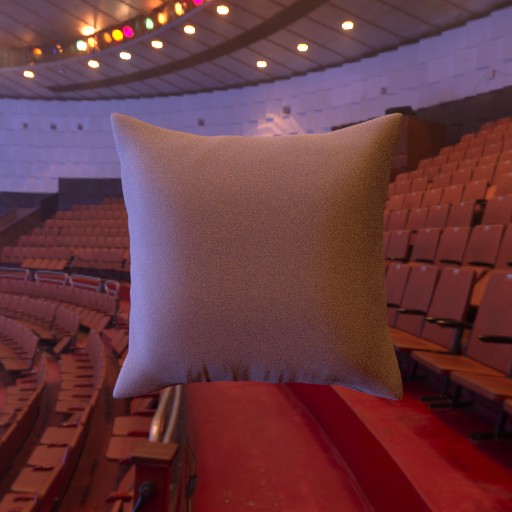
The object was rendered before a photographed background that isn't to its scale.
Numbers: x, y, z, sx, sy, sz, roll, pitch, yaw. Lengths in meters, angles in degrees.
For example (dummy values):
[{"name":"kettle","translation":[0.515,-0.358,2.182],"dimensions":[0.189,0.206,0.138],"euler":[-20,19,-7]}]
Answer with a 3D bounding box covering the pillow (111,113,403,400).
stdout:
[{"name":"pillow","translation":[0.000,0.000,0.765],"dimensions":[0.504,0.494,0.188],"euler":[0,0,1]}]
